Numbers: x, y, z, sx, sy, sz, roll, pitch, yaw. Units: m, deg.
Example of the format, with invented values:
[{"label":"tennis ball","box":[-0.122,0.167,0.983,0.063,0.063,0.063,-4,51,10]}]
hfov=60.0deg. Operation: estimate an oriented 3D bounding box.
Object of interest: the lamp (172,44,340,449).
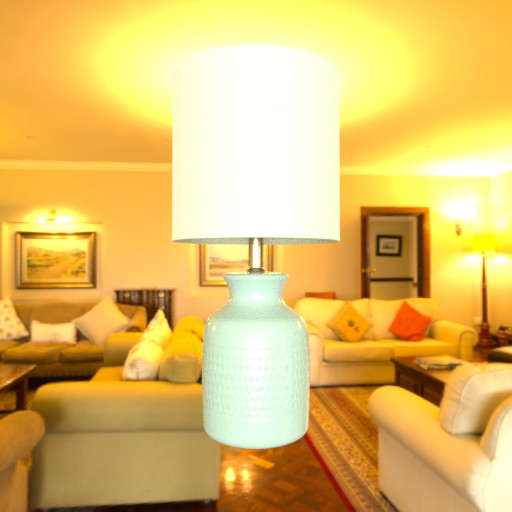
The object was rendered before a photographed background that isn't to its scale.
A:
[{"label":"lamp","box":[0.000,0.000,1.119,0.418,0.871,0.418,-1,-1,35]}]
